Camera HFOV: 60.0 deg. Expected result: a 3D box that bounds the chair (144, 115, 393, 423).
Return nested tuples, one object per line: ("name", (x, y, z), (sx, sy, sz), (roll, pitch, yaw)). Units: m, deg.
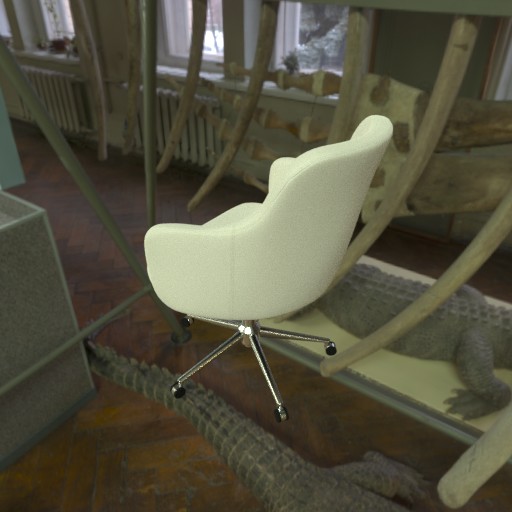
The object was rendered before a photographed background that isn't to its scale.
("chair", (0.000, 0.000, 1.287), (0.647, 0.819, 0.602), (20, 37, 29))
